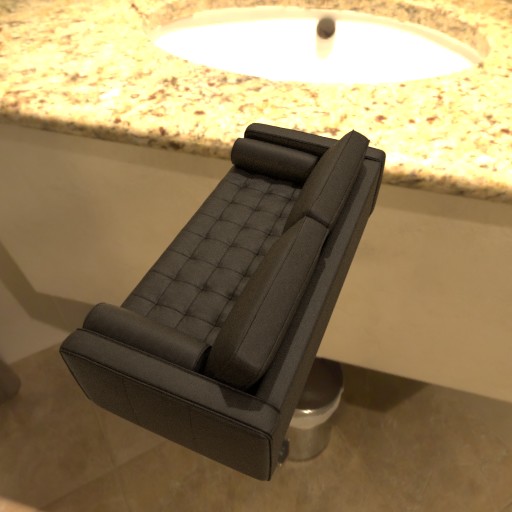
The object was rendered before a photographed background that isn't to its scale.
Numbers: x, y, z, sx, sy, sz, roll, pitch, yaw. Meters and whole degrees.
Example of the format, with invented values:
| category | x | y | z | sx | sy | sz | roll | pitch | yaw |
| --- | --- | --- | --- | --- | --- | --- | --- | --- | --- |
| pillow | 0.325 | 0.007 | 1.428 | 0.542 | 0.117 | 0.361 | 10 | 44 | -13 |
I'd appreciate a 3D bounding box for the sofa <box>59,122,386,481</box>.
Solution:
| category | x | y | z | sx | sy | sz | roll | pitch | yaw |
| --- | --- | --- | --- | --- | --- | --- | --- | --- | --- |
| sofa | 0.000 | 0.000 | 2.298 | 0.921 | 0.770 | 1.879 | 17 | 49 | 16 |
